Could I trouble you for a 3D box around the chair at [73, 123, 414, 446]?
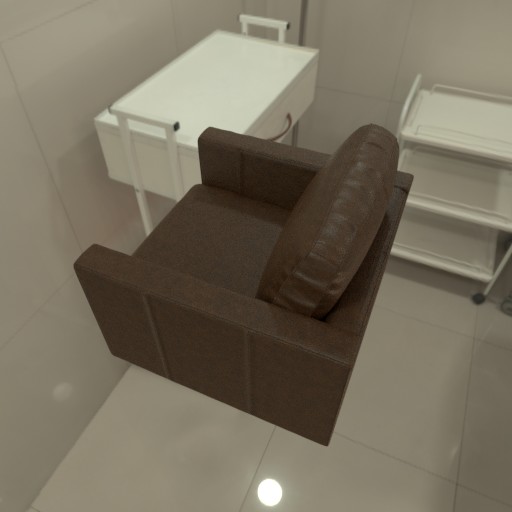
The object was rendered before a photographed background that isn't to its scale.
[{"bbox_3d":[0.000,0.000,1.653,0.909,0.956,0.890,18,49,16],"label":"chair"}]
